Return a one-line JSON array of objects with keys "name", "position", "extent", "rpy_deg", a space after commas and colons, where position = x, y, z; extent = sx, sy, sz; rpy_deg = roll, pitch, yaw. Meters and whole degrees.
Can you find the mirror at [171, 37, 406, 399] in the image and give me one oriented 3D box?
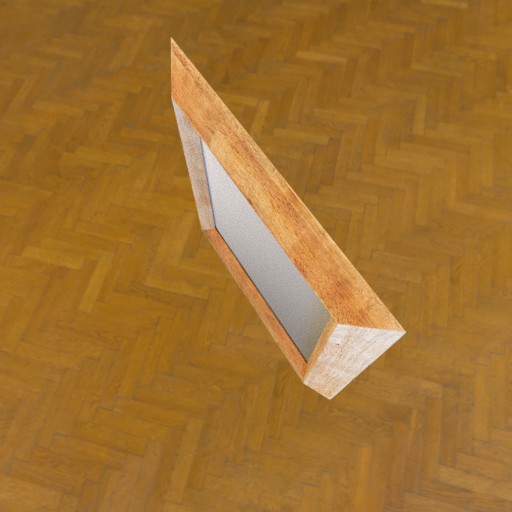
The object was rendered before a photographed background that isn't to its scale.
[{"name": "mirror", "position": [0.000, 0.000, 0.978], "extent": [0.047, 0.651, 0.651], "rpy_deg": [-30, 68, -13]}]
